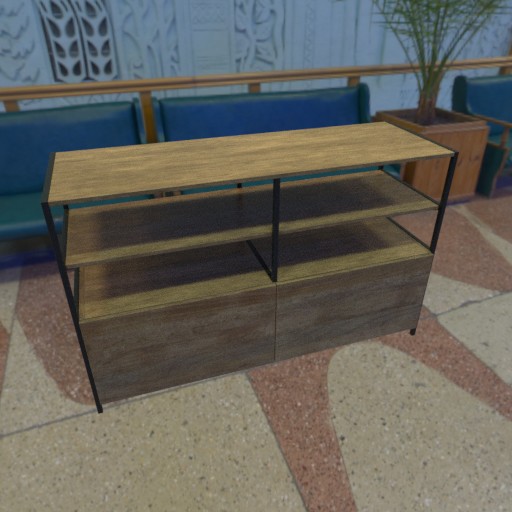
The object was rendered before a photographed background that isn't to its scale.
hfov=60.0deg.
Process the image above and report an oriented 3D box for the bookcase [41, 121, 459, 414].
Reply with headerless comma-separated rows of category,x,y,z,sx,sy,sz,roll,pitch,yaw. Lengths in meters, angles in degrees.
bookcase,0.000,0.000,1.489,1.149,0.712,0.391,-10,32,-16
